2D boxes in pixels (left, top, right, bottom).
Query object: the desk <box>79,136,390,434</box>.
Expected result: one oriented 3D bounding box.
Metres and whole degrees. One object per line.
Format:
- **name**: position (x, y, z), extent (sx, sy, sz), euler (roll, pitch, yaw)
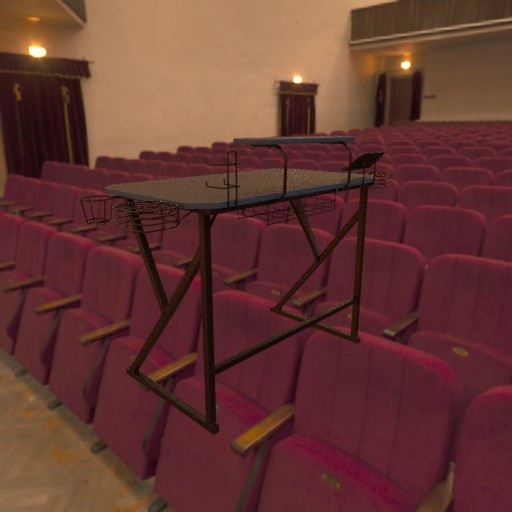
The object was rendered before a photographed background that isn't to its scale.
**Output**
- **desk**: position (0.000, 0.000, 1.747), extent (0.594, 0.909, 1.295), euler (15, 22, 42)
